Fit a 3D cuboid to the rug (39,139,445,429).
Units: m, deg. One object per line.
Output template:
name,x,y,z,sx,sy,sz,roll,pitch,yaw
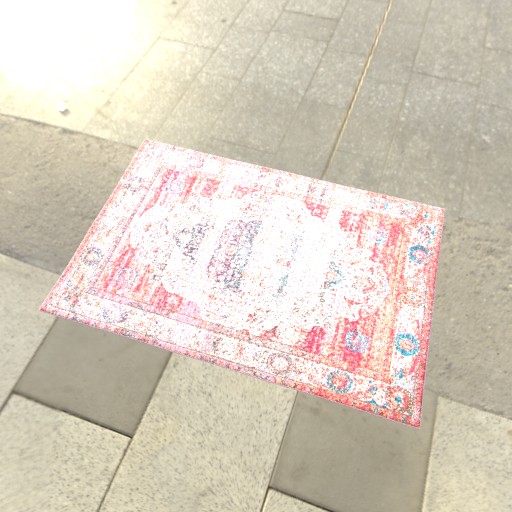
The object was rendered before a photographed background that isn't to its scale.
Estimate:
rug,0.000,0.000,2.307,1.829,0.006,1.219,15,60,9
